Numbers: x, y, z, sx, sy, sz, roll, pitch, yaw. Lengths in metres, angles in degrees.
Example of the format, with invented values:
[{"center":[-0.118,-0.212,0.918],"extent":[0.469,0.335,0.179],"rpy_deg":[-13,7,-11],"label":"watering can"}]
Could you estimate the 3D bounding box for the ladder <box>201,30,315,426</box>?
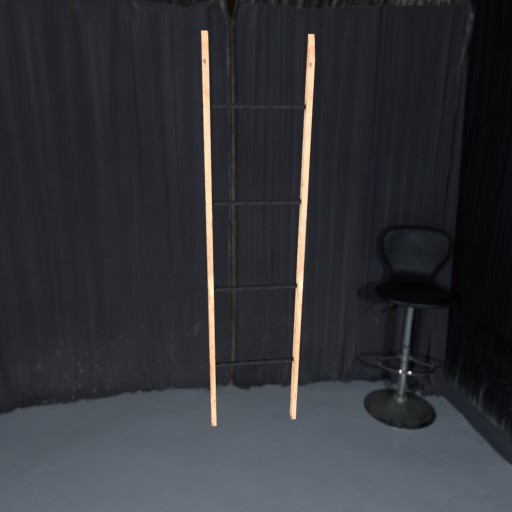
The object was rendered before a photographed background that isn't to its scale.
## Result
[{"center":[0.000,0.000,1.995],"extent":[0.442,1.805,0.200],"rpy_deg":[-2,15,-8],"label":"ladder"}]
